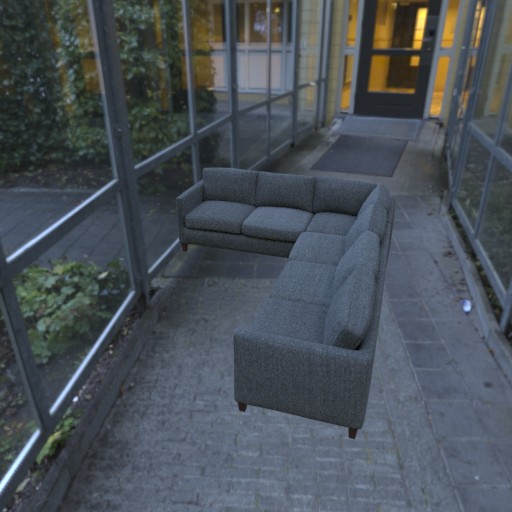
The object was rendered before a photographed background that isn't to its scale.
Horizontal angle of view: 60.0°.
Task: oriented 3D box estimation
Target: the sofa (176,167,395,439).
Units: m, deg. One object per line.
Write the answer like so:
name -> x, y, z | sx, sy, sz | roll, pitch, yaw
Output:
sofa -> 0.000, 0.000, 4.531 | 2.593, 0.947, 3.302 | 8, 28, 16
